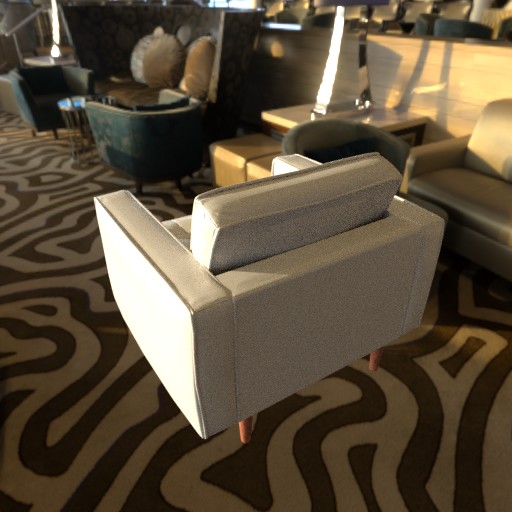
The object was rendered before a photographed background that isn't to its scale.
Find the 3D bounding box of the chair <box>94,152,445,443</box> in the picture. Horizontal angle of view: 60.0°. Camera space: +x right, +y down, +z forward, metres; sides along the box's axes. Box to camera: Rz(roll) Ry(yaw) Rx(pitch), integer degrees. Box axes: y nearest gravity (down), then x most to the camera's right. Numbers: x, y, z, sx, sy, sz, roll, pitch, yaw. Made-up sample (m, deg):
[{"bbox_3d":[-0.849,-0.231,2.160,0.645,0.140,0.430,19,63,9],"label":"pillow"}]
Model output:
[{"bbox_3d":[0.000,0.000,1.574,0.928,0.773,0.843,-18,35,-28],"label":"chair"}]
